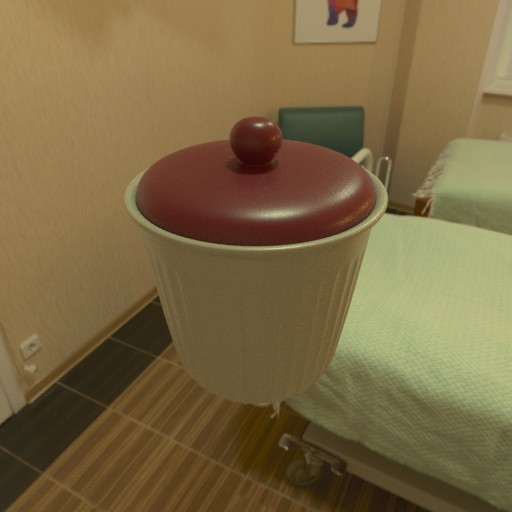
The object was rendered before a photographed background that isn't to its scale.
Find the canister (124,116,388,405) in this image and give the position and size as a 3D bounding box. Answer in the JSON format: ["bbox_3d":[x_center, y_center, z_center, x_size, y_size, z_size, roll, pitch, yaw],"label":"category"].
[{"bbox_3d":[0.000,0.000,0.343,0.181,0.211,0.181,0,32,0],"label":"canister"}]
